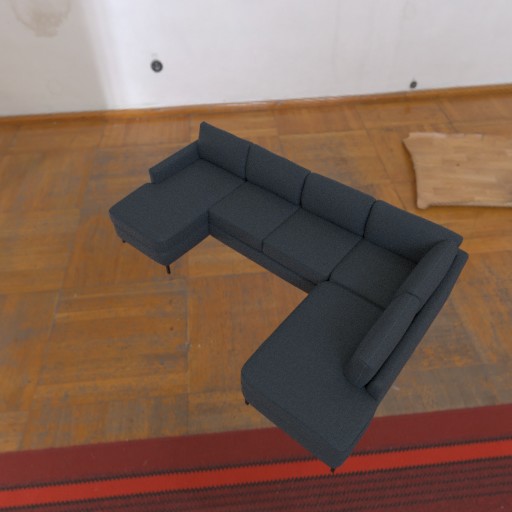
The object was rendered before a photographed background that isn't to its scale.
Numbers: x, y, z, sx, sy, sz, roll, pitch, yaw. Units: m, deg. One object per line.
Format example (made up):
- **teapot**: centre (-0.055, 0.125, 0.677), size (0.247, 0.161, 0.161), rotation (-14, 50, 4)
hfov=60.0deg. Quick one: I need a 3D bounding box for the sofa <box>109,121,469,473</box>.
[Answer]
- **sofa**: centre (0.000, 0.000, 3.833), size (2.975, 0.858, 1.984), rotation (31, 54, 26)
